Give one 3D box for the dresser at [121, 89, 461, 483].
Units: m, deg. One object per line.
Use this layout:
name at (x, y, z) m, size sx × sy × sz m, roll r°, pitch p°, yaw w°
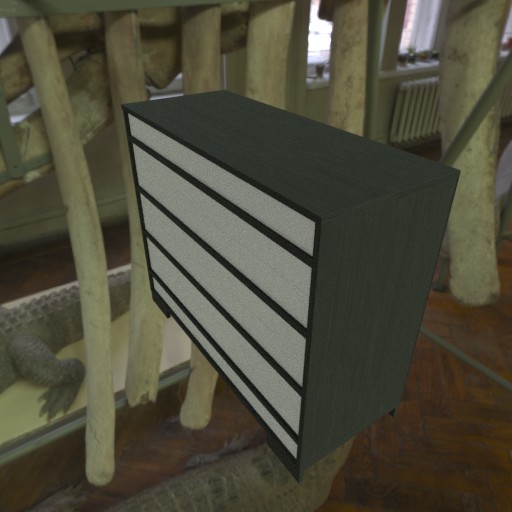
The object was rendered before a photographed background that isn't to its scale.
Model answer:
dresser at (0.000, 0.000, 1.433) m, size 0.404 × 0.816 × 0.994 m, roll -20°, pitch 37°, yaw -29°
